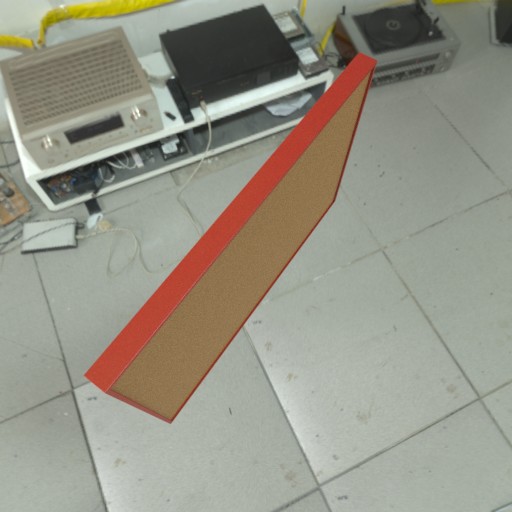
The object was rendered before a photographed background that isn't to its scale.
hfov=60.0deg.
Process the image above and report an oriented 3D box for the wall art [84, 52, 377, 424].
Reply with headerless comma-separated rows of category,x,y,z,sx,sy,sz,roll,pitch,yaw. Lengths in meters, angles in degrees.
wall art,0.000,0.000,0.766,0.033,0.405,0.607,33,69,14
